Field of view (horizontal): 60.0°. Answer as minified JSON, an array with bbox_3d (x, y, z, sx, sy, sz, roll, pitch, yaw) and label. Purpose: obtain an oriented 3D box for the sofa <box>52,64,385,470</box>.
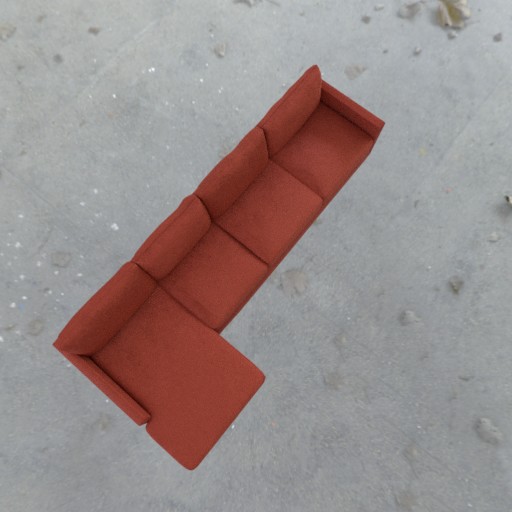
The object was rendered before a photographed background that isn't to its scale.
[{"bbox_3d":[0.000,0.000,3.974,1.500,0.967,3.400,38,78,10],"label":"sofa"}]
